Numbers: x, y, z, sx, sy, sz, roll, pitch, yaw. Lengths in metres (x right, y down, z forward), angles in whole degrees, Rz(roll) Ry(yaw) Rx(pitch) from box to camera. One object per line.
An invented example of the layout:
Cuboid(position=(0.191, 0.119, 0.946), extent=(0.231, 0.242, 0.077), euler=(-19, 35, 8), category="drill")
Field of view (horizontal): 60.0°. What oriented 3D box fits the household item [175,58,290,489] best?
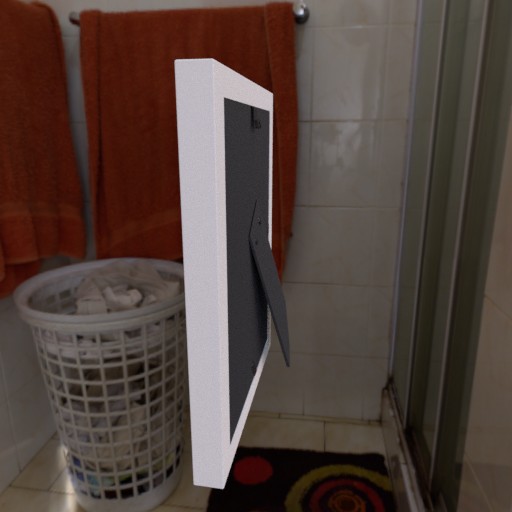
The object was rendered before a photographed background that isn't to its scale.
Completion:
Cuboid(position=(0.000, 0.000, 0.339), extent=(0.045, 0.250, 0.200), euler=(3, 16, 10), category="household item")
